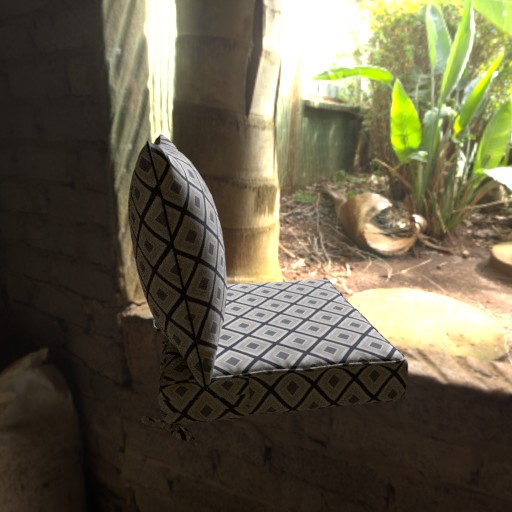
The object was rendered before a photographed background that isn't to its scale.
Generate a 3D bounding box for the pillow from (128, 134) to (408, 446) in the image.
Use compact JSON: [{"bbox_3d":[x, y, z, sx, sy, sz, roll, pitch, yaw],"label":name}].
[{"bbox_3d":[0.000,0.000,1.373,0.733,0.722,0.798,-3,16,-9],"label":"pillow"}]
